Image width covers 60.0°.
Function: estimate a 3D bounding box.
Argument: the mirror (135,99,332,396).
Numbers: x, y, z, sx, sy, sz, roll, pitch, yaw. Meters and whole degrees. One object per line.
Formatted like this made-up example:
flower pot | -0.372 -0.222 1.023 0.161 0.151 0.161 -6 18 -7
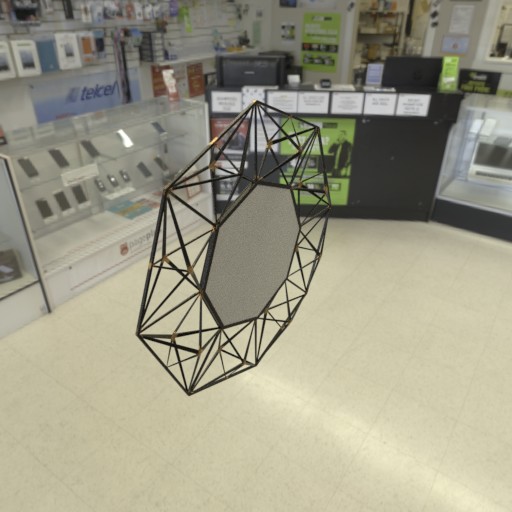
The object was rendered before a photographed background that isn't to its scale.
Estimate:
mirror | 0.000 0.000 1.047 0.094 0.710 0.710 22 37 32
